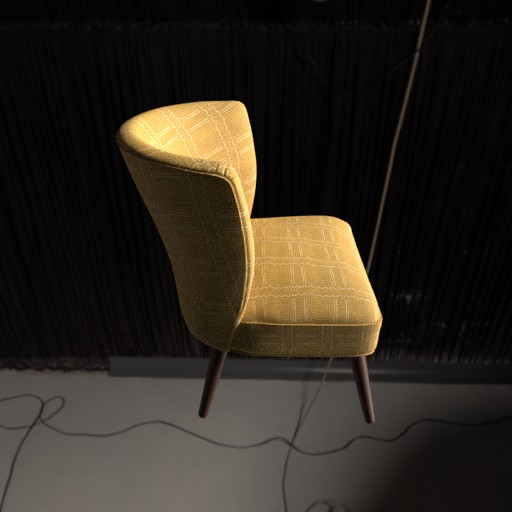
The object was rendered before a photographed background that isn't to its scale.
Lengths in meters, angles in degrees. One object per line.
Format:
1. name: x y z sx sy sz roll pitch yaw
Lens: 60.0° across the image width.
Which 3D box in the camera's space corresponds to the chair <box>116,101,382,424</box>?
1. chair: 0.000 0.000 1.446 0.758 0.866 0.706 0 31 0
